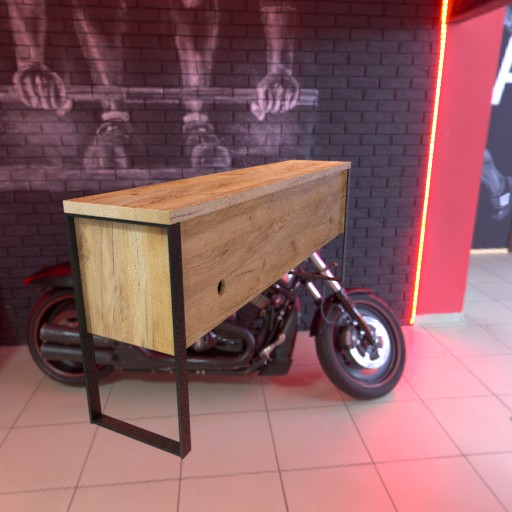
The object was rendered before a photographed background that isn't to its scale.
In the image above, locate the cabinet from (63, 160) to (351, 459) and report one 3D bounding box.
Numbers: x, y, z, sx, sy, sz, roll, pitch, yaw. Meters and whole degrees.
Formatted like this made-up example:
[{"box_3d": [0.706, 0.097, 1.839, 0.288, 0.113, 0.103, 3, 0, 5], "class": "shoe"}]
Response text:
[{"box_3d": [0.000, 0.000, 2.097, 0.395, 0.762, 1.800, 8, 18, 25], "class": "cabinet"}]
